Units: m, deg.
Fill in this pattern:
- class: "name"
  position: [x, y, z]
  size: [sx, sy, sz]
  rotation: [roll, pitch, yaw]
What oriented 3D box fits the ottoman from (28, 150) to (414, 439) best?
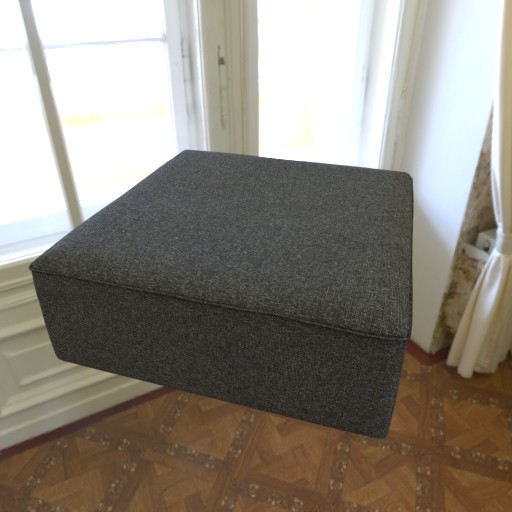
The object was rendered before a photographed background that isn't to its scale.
- class: "ottoman"
  position: [0.000, 0.000, 1.560]
  size: [1.017, 0.423, 1.021]
  rotation: [9, 33, 15]
